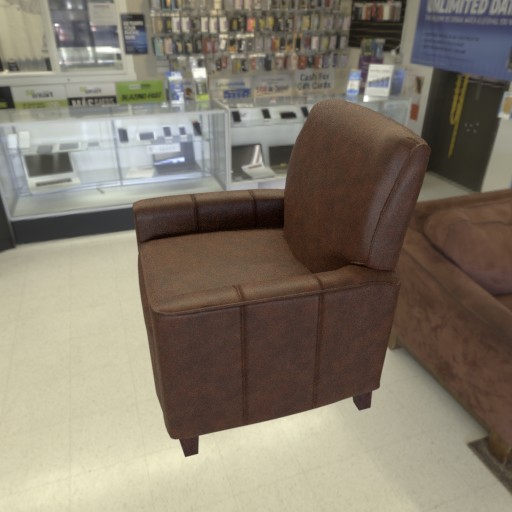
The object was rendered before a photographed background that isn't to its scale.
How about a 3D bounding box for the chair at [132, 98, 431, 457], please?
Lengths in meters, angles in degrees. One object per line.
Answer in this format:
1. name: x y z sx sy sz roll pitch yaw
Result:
1. chair: 0.000 0.000 1.622 0.850 1.010 0.839 -9 31 -15
